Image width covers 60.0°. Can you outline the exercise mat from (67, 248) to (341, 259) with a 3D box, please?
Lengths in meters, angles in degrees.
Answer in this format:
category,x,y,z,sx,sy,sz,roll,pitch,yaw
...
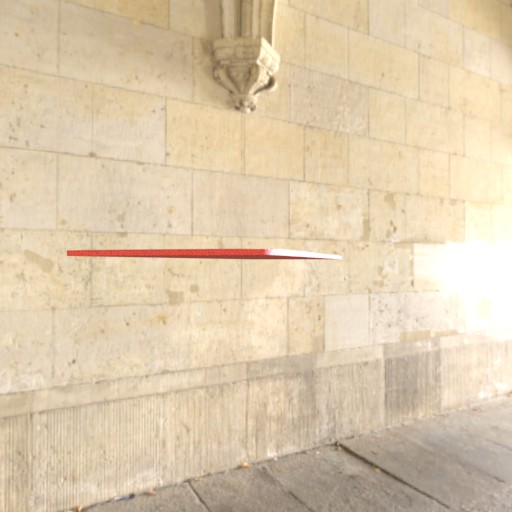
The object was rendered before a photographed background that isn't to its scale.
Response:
category,x,y,z,sx,sy,sz,roll,pitch,yaw
exercise mat,0.000,0.000,2.060,0.616,0.021,1.869,0,-1,17
